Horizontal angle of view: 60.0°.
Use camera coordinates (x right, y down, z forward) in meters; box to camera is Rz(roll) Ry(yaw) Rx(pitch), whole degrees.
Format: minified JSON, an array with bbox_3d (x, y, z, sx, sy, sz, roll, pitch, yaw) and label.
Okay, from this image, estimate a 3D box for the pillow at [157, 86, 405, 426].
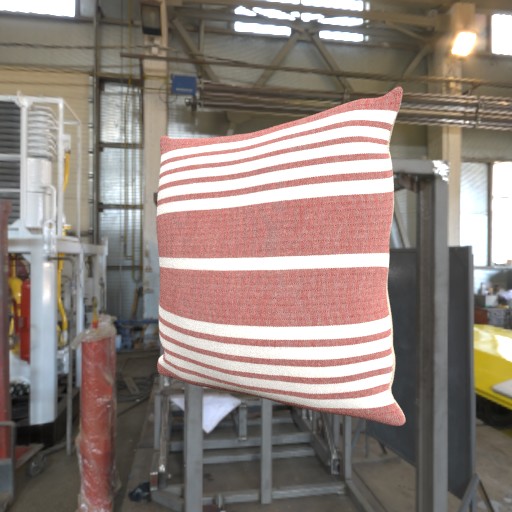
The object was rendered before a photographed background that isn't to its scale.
[{"bbox_3d":[0.000,0.000,0.666,0.439,0.427,0.182,0,0,36],"label":"pillow"}]
